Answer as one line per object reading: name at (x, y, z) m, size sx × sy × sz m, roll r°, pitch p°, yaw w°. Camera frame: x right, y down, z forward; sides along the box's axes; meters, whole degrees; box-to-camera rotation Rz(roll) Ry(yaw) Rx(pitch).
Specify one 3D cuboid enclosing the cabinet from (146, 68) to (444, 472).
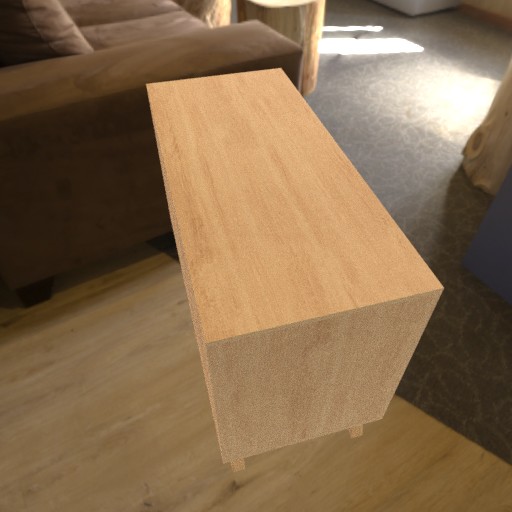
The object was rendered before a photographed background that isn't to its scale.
cabinet at (0.000, 0.000, 1.521) m, size 0.500 × 0.780 × 1.110 m, roll -11°, pitch 47°, yaw -11°
